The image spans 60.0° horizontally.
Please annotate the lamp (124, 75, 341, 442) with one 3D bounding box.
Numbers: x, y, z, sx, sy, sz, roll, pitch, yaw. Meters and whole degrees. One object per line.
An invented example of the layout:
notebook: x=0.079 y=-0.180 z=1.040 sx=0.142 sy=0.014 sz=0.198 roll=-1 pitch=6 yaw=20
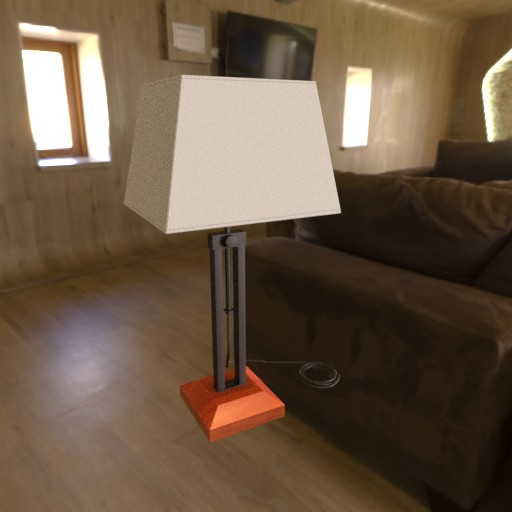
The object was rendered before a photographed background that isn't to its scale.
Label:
lamp: x=0.000 y=0.000 z=0.993 sx=0.498 sy=0.737 sz=0.310 roll=-9 pitch=19 yaw=-27
